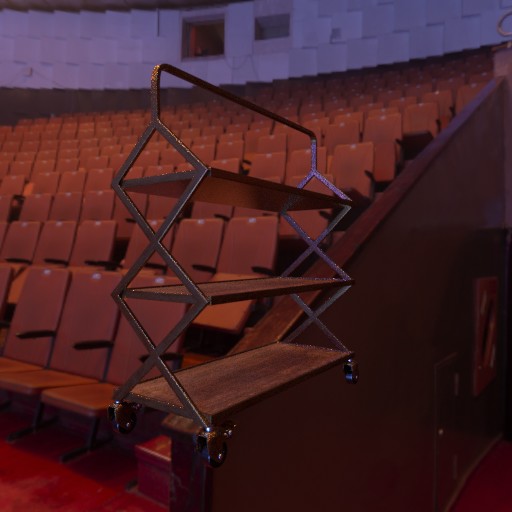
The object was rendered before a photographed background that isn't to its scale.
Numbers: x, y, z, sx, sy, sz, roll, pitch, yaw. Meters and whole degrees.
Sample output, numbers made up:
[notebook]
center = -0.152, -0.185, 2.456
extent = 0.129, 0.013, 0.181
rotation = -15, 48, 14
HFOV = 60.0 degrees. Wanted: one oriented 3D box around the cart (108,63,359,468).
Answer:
[cart]
center = 0.000, 0.000, 1.192
extent = 0.313, 0.805, 0.723
rotation = 0, 0, 36
